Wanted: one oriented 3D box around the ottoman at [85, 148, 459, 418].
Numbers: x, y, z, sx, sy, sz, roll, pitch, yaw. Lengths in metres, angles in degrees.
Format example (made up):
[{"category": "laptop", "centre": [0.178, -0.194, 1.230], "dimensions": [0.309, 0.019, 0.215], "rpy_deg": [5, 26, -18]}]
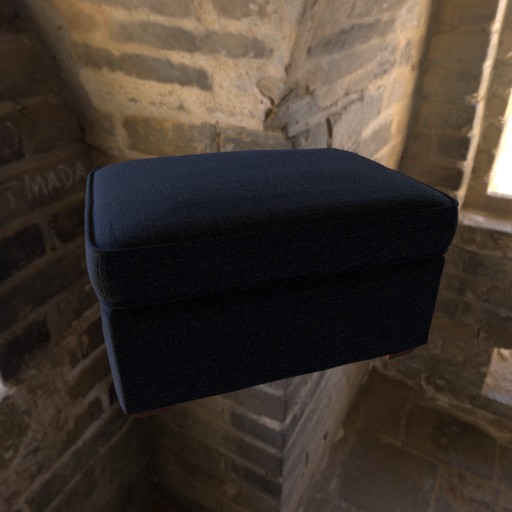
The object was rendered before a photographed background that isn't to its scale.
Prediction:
[{"category": "ottoman", "centre": [0.000, 0.000, 1.099], "dimensions": [0.749, 0.450, 0.549], "rpy_deg": [-8, 28, -16]}]
